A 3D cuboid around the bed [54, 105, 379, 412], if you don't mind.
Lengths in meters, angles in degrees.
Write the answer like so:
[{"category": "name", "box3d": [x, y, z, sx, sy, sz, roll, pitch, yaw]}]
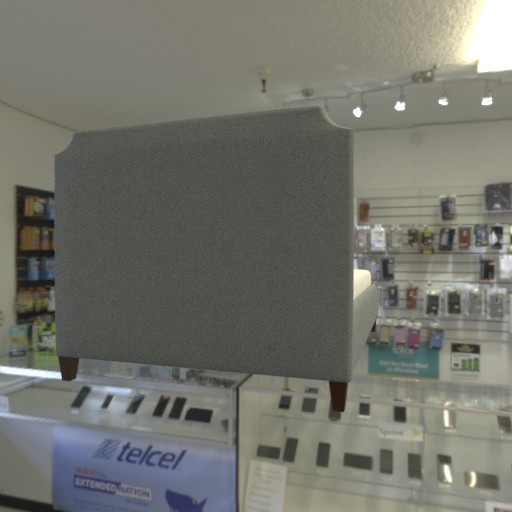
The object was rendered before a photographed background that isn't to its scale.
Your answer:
[{"category": "bed", "box3d": [0.000, 0.000, 3.391, 1.712, 1.443, 2.372, 0, 0, 19]}]
